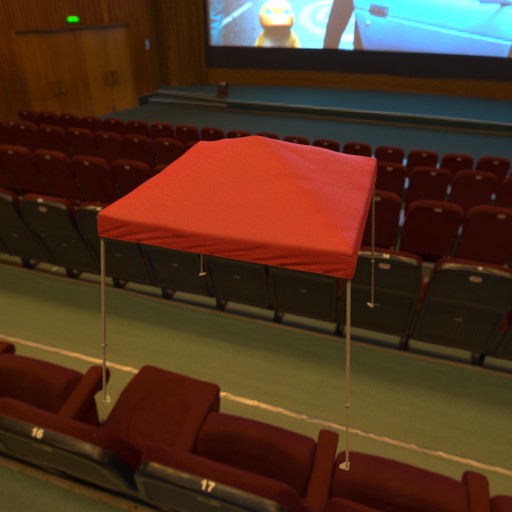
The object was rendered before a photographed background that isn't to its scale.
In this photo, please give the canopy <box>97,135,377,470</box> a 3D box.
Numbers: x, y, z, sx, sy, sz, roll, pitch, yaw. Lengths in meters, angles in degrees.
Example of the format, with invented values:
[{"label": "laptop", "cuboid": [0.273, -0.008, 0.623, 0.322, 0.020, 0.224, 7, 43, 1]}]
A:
[{"label": "canopy", "cuboid": [0.000, 0.000, 6.598, 3.600, 3.600, 3.599, 9, 33, 15]}]
